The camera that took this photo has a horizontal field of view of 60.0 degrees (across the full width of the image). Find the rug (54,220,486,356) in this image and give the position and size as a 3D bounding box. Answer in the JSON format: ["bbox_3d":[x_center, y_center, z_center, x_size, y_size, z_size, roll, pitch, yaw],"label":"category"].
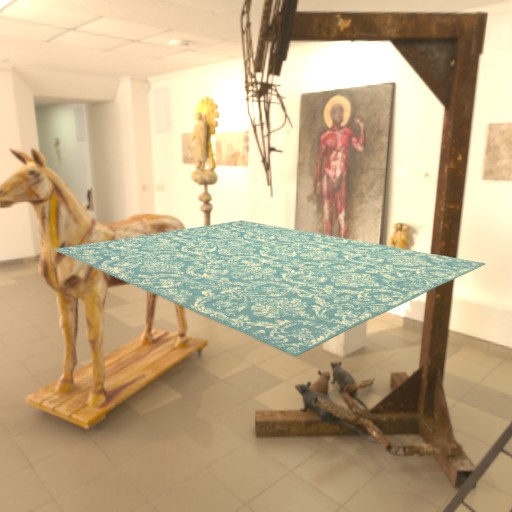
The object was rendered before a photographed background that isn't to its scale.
[{"bbox_3d":[0.000,0.000,3.877,2.363,0.012,2.980,-13,19,-42],"label":"rug"}]
